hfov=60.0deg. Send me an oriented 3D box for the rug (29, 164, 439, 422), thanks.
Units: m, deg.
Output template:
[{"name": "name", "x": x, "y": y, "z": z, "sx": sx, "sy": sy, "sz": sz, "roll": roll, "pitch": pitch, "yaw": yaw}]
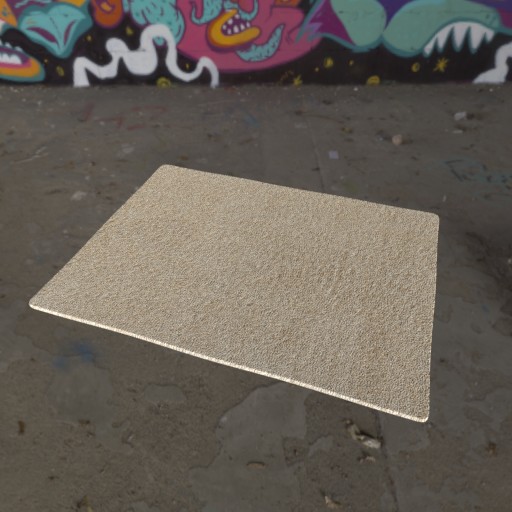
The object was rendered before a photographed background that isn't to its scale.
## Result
[{"name": "rug", "x": 0.000, "y": 0.000, "z": 2.072, "sx": 1.600, "sy": 0.027, "sz": 1.200, "roll": 13, "pitch": 43, "yaw": 14}]
